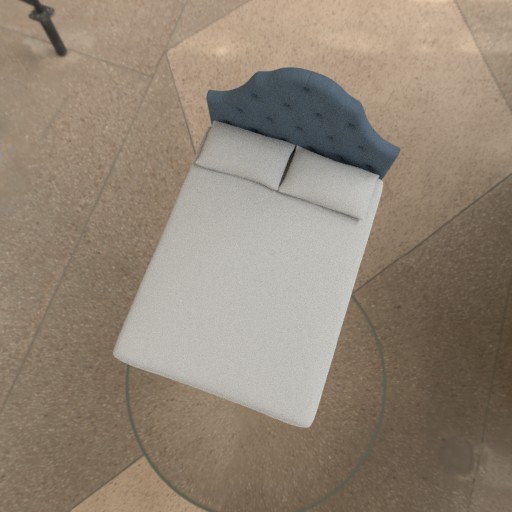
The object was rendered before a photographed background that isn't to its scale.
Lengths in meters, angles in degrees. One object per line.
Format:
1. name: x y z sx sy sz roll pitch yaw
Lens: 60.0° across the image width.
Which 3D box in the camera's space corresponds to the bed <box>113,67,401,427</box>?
1. bed: 0.000 0.000 3.320 1.636 1.575 2.155 19 76 5
